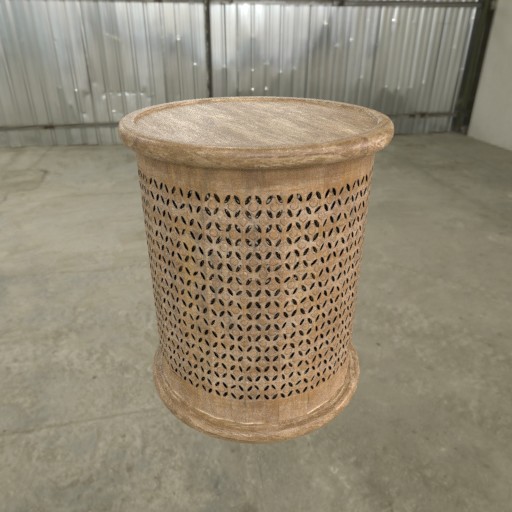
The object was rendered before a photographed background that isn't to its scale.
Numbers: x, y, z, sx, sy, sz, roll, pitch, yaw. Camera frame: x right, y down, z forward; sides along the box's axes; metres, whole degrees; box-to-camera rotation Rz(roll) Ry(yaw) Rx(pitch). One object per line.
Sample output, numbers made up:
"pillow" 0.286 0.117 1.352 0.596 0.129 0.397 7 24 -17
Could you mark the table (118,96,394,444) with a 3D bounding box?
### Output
"table" 0.000 0.000 0.784 0.407 0.482 0.407 0 28 0
